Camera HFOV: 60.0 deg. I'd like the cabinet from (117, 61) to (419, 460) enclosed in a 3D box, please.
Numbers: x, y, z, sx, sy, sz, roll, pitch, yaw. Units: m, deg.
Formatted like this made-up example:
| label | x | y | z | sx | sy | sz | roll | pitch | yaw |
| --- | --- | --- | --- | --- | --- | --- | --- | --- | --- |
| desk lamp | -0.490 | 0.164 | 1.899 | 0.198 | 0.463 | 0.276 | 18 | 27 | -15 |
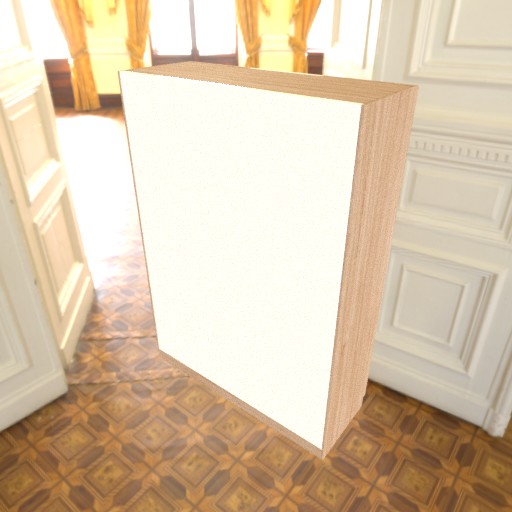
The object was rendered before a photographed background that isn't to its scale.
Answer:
| label | x | y | z | sx | sy | sz | roll | pitch | yaw |
| --- | --- | --- | --- | --- | --- | --- | --- | --- | --- |
| cabinet | 0.000 | 0.000 | 2.805 | 1.500 | 2.120 | 0.590 | 21 | 36 | 32 |
